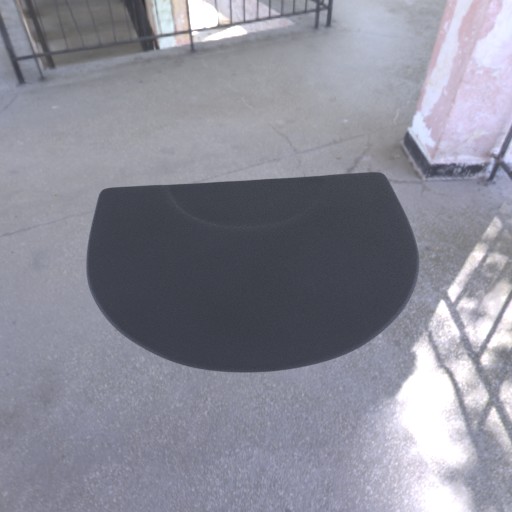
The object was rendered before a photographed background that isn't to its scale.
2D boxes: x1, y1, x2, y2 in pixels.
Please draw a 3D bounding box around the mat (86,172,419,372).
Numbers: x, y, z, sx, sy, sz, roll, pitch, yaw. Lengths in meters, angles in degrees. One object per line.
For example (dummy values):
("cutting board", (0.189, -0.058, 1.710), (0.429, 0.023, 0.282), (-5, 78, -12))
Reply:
("mat", (0.000, 0.000, 1.578), (1.220, 0.016, 0.917), (-4, 46, -4))
